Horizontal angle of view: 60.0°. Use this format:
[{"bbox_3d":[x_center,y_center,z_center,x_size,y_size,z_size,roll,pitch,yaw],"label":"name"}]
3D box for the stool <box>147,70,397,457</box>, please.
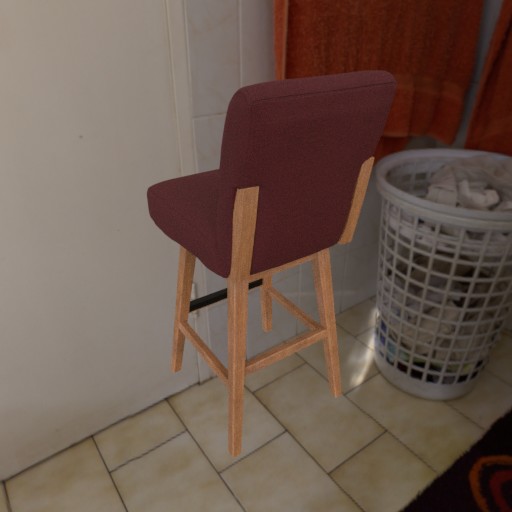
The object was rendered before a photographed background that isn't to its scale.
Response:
[{"bbox_3d":[0.000,0.000,1.358,0.468,1.093,0.562,-19,35,-29],"label":"stool"}]
